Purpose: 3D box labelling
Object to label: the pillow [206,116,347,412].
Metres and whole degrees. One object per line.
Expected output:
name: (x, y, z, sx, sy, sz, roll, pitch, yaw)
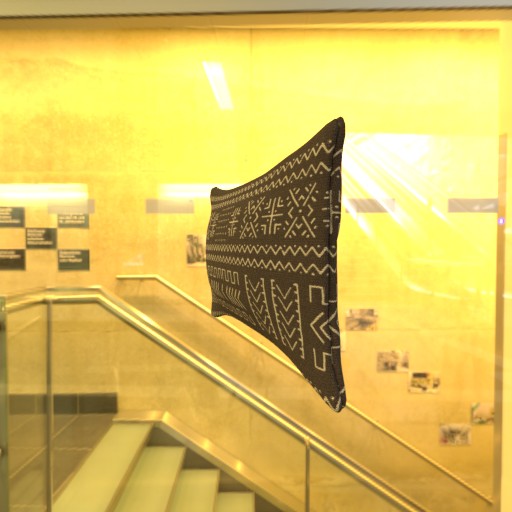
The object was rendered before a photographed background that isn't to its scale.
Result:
pillow: (0.000, 0.000, 0.792, 0.135, 0.322, 0.667, -1, 2, -17)
